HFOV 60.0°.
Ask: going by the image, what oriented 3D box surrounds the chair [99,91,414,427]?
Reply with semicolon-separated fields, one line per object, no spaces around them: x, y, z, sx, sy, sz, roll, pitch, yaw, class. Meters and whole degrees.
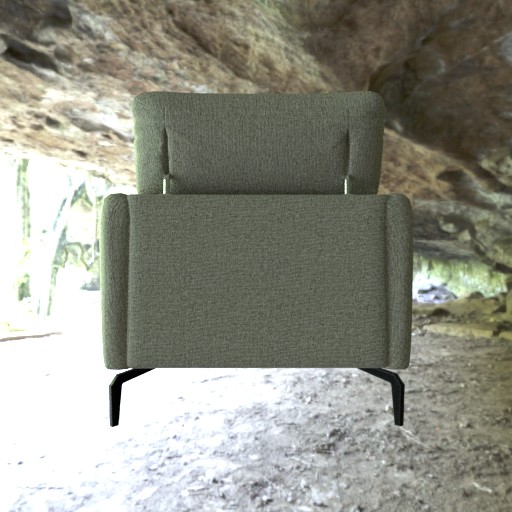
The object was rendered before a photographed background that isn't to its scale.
0.000;0.000;1.663;0.972;0.967;0.835;0;0;0;chair
